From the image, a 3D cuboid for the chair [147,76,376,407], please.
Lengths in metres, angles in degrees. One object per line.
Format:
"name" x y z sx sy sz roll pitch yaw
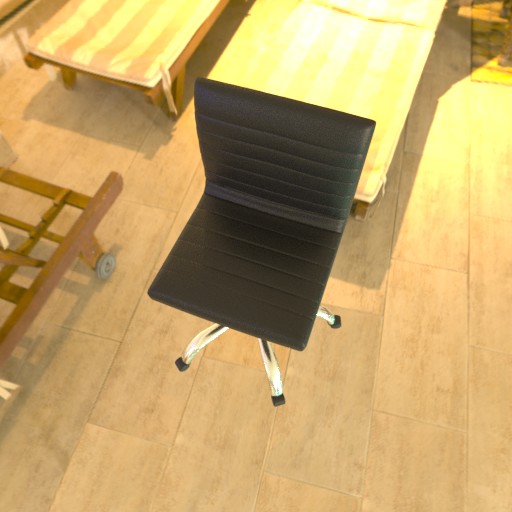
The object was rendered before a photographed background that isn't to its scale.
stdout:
"chair" 0.000 0.000 1.155 0.556 0.780 0.530 18 61 10
